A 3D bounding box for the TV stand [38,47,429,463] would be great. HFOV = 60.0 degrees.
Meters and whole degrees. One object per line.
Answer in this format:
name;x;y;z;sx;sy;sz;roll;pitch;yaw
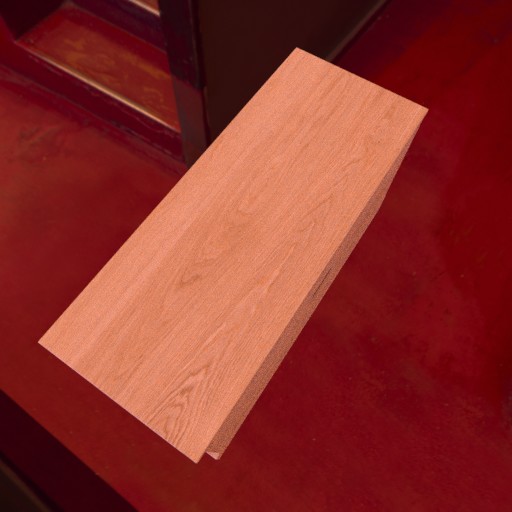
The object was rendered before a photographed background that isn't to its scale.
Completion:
TV stand;0.000;0.000;1.354;0.440;0.550;1.080;31;69;13
